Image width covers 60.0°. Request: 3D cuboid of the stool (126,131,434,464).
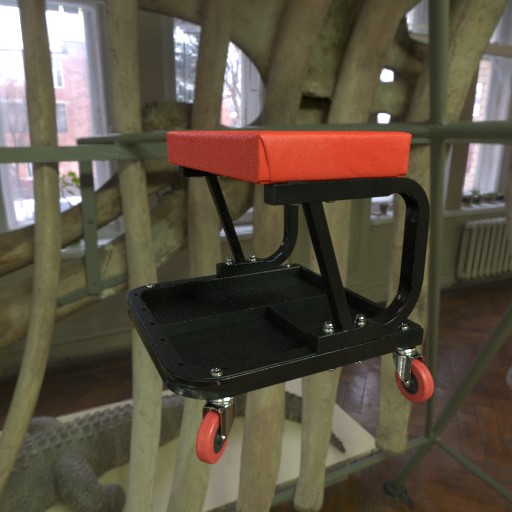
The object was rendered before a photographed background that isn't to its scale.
[{"bbox_3d":[0.000,0.000,0.700,0.371,0.380,0.446,-8,17,-25],"label":"stool"}]
